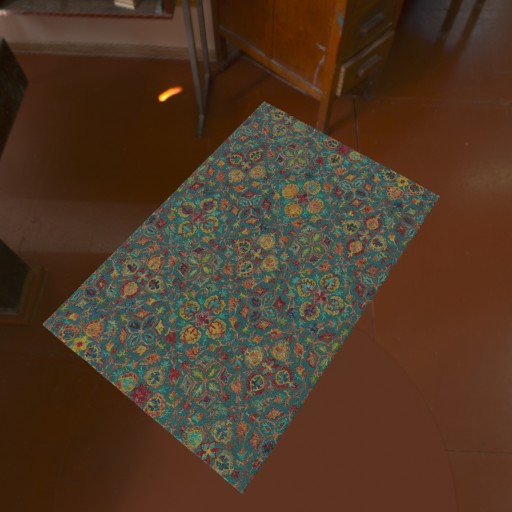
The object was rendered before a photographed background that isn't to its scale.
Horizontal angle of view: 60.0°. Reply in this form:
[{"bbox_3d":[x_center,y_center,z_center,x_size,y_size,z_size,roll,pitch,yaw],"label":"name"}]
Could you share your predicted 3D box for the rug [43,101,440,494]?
[{"bbox_3d":[0.000,0.000,2.896,1.527,0.016,2.290,33,68,16],"label":"rug"}]
